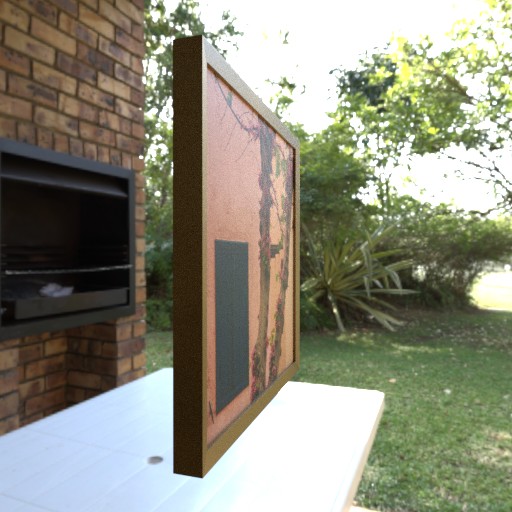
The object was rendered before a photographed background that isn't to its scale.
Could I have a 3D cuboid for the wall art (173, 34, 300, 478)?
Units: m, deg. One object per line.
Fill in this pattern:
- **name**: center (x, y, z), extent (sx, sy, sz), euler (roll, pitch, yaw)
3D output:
- **wall art**: center (0.000, 0.000, 0.754), extent (0.038, 0.508, 0.507), euler (0, 0, 18)
